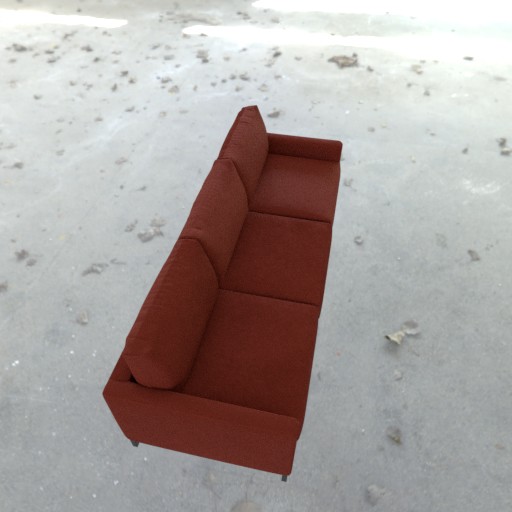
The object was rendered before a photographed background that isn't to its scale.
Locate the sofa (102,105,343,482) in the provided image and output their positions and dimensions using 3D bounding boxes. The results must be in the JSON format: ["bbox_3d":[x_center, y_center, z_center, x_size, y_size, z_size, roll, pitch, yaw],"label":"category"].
[{"bbox_3d":[0.000,0.000,2.699,0.875,0.879,2.252,9,47,9],"label":"sofa"}]
